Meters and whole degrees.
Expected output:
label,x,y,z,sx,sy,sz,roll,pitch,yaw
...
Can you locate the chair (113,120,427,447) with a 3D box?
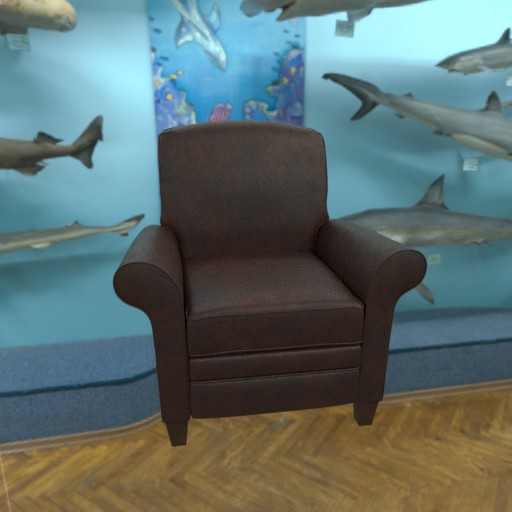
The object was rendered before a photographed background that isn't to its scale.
label,x,y,z,sx,sy,sz,roll,pitch,yaw
chair,0.000,0.000,1.778,0.978,1.061,0.902,-3,16,-9
